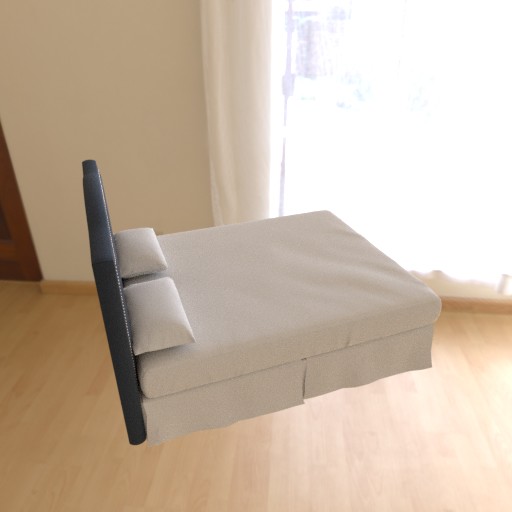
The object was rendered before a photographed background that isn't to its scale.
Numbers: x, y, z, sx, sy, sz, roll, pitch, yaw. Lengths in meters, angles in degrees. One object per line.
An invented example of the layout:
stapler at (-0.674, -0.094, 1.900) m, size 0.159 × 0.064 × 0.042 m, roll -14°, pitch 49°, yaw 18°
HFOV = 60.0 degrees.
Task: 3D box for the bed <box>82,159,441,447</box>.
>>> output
bed at (0.000, 0.000, 3.432) m, size 2.282 × 1.436 × 1.821 m, roll -10°, pitch 31°, yaw -18°
